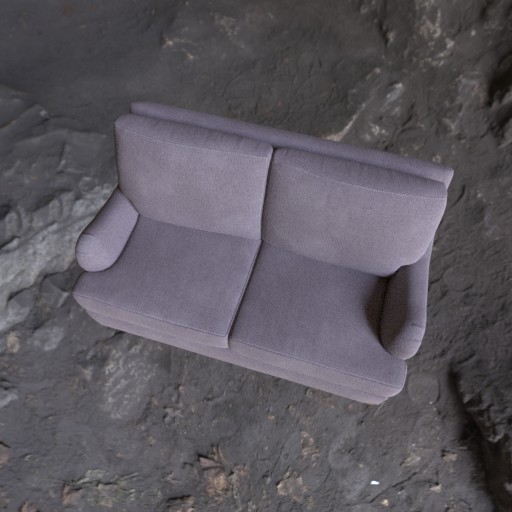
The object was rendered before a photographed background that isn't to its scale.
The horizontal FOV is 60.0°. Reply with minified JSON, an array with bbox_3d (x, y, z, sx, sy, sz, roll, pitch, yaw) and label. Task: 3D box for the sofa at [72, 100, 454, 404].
[{"bbox_3d":[0.000,0.000,2.511,1.853,1.101,1.084,15,61,8],"label":"sofa"}]
